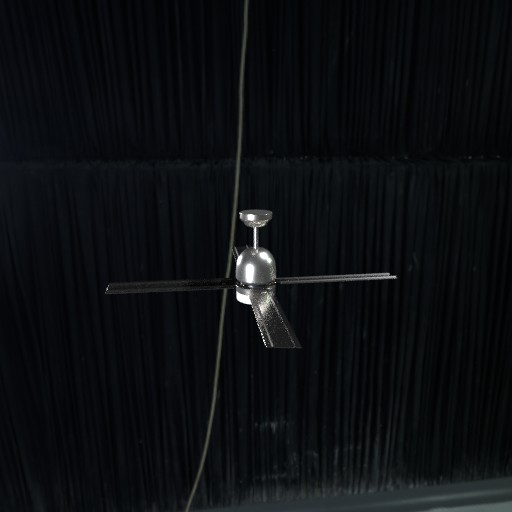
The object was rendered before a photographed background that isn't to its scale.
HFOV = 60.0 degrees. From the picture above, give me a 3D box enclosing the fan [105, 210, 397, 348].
[{"bbox_3d":[0.000,0.000,2.042,1.346,0.406,1.346,-2,16,-9],"label":"fan"}]
